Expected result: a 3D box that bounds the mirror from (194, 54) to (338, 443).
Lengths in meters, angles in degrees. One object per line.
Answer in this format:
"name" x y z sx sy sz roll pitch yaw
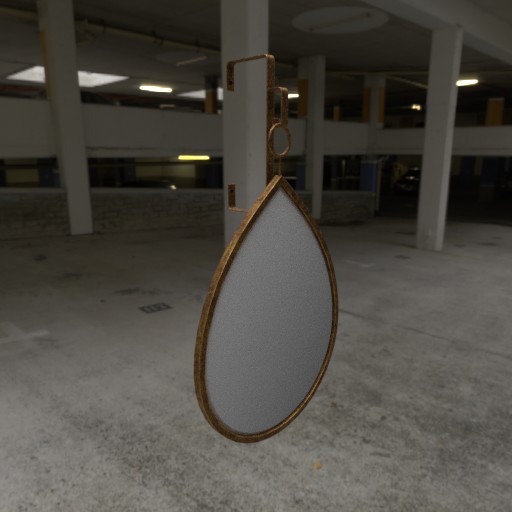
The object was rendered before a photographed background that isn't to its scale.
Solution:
"mirror" 0.000 0.000 0.894 0.405 0.744 0.144 -13 19 -43
